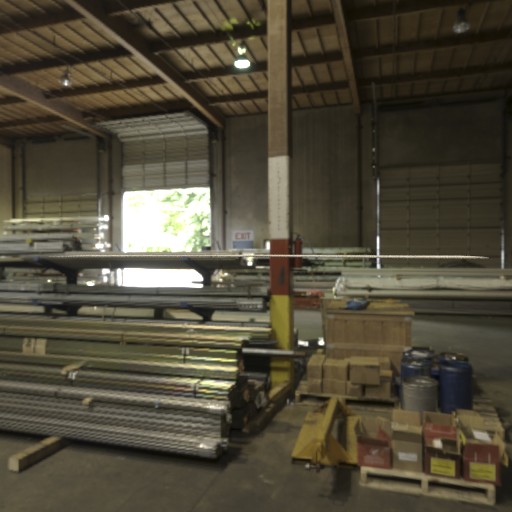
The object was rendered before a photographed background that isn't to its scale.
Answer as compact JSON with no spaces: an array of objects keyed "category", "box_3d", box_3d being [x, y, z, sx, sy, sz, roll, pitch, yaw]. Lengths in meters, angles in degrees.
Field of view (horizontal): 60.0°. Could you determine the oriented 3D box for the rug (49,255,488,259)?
[{"category":"rug","box_3d":[0.000,0.000,2.669,2.390,0.014,0.741,0,1,16]}]
